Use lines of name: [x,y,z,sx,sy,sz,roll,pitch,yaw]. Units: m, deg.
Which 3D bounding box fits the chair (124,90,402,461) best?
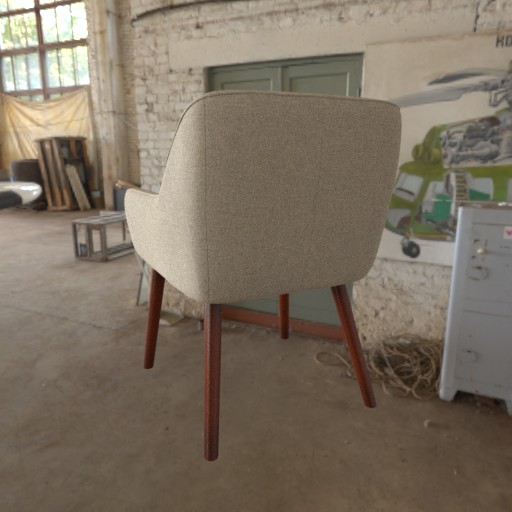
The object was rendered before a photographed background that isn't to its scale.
chair: [0.000,0.000,1.260,0.610,0.813,0.610,-7,15,-26]
